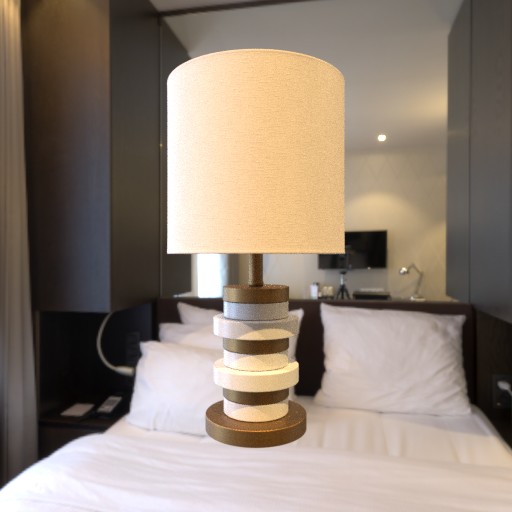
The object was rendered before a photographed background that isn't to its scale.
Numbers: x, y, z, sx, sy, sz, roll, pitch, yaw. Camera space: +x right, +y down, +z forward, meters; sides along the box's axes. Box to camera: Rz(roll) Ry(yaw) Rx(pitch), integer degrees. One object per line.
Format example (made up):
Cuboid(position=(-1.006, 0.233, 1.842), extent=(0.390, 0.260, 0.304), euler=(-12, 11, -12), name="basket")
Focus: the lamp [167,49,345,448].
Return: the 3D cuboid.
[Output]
Cuboid(position=(0.000, 0.000, 0.534), extent=(0.210, 0.410, 0.210), euler=(0, 0, -19), name="lamp")
